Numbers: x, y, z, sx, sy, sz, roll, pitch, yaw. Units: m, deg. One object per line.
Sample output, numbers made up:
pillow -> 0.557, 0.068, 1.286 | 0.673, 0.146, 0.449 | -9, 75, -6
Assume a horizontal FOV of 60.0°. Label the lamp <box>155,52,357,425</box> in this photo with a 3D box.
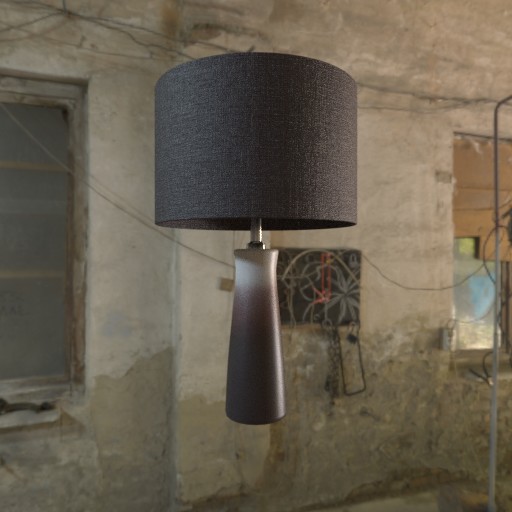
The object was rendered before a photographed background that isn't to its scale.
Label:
lamp -> 0.000, 0.000, 0.680 | 0.303, 0.488, 0.303 | 0, 0, 0
